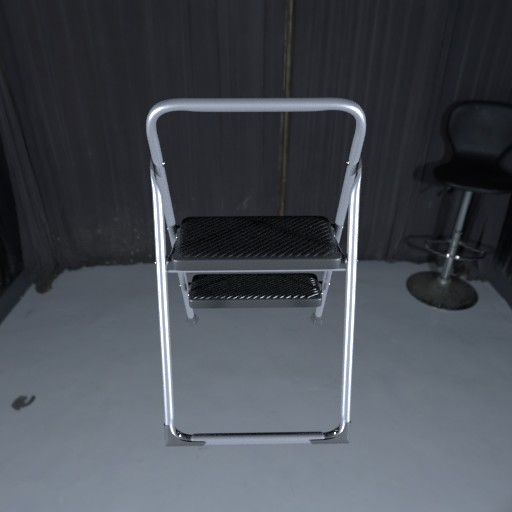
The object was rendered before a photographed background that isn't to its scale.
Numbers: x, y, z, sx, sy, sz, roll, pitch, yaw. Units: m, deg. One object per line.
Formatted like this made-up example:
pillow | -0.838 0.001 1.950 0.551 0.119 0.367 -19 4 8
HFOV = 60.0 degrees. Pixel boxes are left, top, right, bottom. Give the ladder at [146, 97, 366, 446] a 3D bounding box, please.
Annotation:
ladder | 0.000 0.000 1.016 0.430 0.720 0.472 -1 30 -1
